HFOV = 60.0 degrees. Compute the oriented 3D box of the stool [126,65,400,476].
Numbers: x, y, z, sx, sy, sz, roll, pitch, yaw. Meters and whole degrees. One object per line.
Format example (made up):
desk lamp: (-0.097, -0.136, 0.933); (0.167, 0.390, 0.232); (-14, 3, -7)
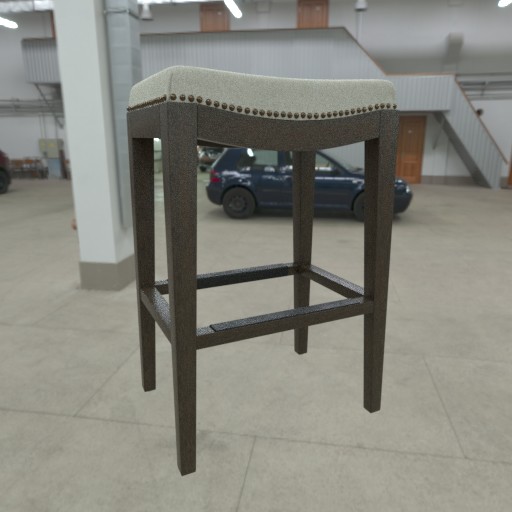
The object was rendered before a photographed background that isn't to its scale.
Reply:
stool: (0.000, 0.000, 1.028); (0.498, 0.759, 0.358); (-7, 17, -25)
